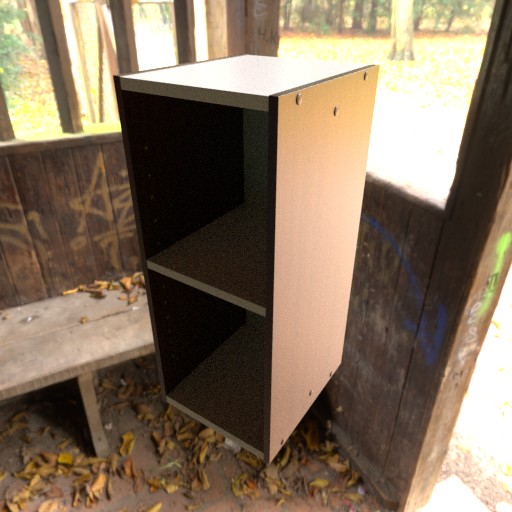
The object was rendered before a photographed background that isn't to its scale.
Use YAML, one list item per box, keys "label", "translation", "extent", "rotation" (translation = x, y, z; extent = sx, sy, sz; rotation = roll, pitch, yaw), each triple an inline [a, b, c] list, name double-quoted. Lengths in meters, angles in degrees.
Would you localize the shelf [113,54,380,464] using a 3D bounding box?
- label: "shelf"
  translation: [0.000, 0.000, 0.767]
  extent: [0.253, 0.600, 0.290]
  rotation: [19, 35, 29]
